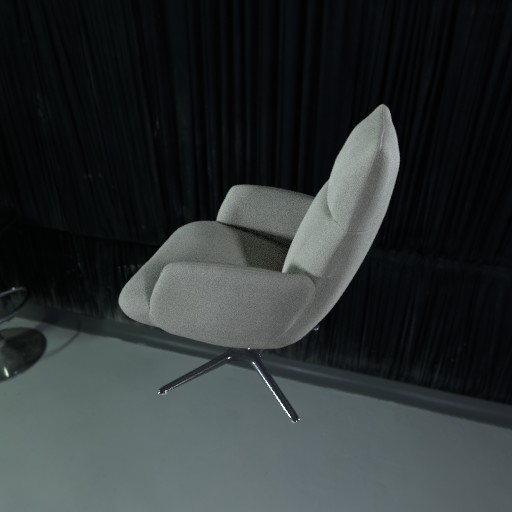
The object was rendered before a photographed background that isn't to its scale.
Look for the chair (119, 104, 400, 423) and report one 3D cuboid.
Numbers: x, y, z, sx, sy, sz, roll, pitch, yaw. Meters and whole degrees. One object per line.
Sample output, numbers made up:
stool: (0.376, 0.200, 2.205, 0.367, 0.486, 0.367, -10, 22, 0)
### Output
chair: (0.000, 0.000, 1.623, 0.889, 1.016, 0.711, 7, 31, 13)
